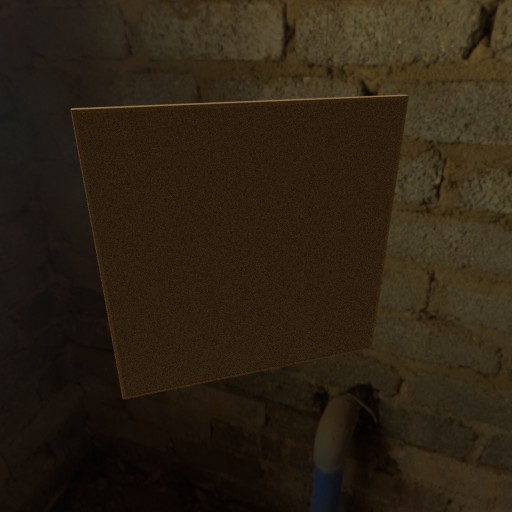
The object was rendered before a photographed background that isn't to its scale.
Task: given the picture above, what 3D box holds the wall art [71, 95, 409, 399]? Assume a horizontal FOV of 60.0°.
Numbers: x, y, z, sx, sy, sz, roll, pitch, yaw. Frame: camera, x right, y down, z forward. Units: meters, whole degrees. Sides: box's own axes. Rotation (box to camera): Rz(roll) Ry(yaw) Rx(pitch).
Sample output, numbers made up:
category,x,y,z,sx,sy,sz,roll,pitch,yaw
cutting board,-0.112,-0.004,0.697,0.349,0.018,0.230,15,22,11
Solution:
category,x,y,z,sx,sy,sz,roll,pitch,yaw
wall art,0.000,0.000,0.987,0.657,0.655,0.014,-8,28,-15
